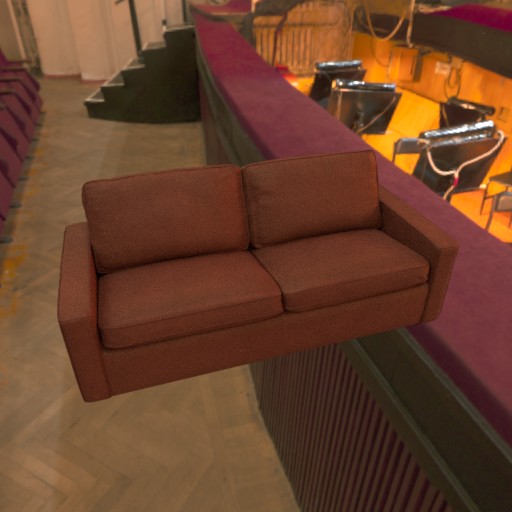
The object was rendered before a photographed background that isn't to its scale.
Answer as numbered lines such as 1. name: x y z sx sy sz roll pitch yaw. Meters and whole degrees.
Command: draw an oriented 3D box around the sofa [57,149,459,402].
1. sofa: 0.000 0.000 2.562 2.080 0.919 0.940 -10 34 -15
